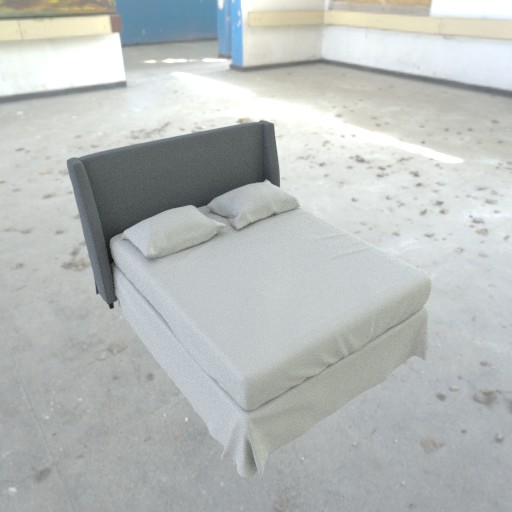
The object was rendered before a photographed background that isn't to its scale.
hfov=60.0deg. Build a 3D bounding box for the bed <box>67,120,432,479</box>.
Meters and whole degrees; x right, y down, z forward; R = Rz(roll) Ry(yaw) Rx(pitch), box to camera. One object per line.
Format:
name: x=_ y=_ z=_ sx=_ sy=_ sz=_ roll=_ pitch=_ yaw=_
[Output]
bed: x=0.000 y=0.000 z=3.386 sx=1.925 sy=1.332 sz=2.276 roll=-21 pitch=38 yaw=-30
